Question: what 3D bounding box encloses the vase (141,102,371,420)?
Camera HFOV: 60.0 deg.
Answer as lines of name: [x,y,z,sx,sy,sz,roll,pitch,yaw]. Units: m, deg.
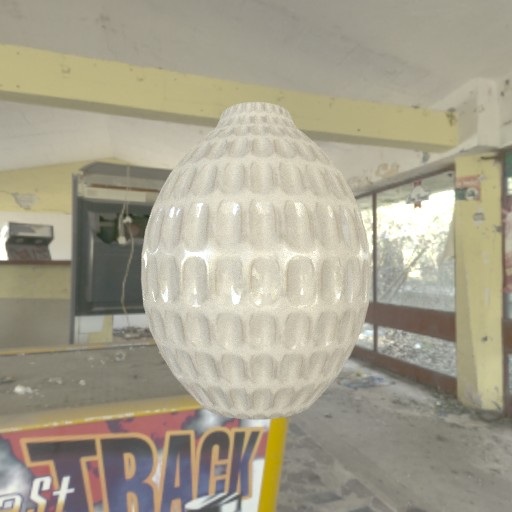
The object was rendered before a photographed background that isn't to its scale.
vase: [0.000,0.000,0.256,0.128,0.167,0.128,0,-2,0]
